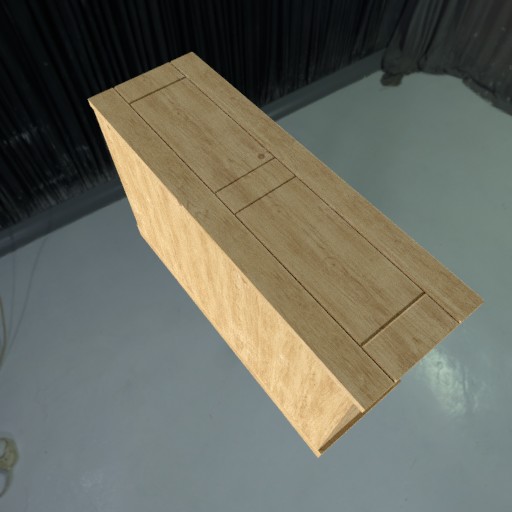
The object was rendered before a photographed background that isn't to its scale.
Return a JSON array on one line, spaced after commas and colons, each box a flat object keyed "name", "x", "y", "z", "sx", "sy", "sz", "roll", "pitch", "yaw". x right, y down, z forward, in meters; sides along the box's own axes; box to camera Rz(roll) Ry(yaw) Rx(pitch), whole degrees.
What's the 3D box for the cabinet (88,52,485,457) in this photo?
[{"name": "cabinet", "x": 0.000, "y": 0.000, "z": 1.666, "sx": 0.432, "sy": 0.810, "sz": 1.321, "roll": -34, "pitch": 64, "yaw": -19}]
